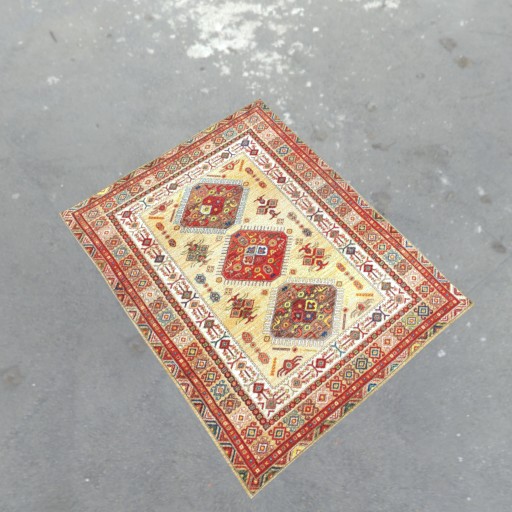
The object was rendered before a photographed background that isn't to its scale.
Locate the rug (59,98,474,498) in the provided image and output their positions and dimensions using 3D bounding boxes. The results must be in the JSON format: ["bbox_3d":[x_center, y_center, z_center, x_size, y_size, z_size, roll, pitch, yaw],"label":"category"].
[{"bbox_3d":[0.000,0.000,4.071,2.460,0.005,3.067,-35,69,-16],"label":"rug"}]
